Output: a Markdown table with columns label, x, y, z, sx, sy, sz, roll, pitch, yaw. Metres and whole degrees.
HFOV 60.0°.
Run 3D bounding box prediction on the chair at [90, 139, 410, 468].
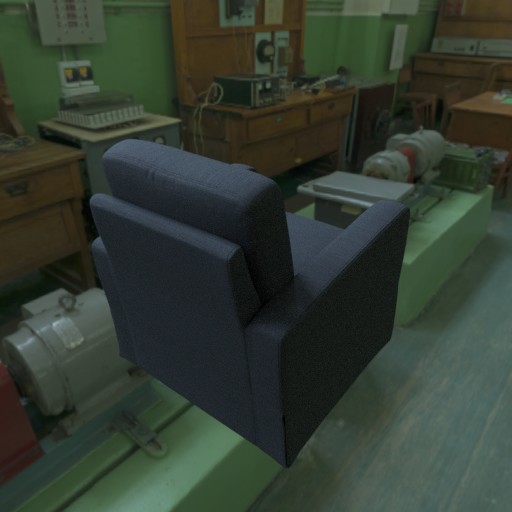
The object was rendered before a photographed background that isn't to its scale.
| label | x | y | z | sx | sy | sz | roll | pitch | yaw |
| --- | --- | --- | --- | --- | --- | --- | --- | --- | --- |
| chair | 0.000 | 0.000 | 1.542 | 0.798 | 0.855 | 0.863 | 21 | 36 | 33 |
